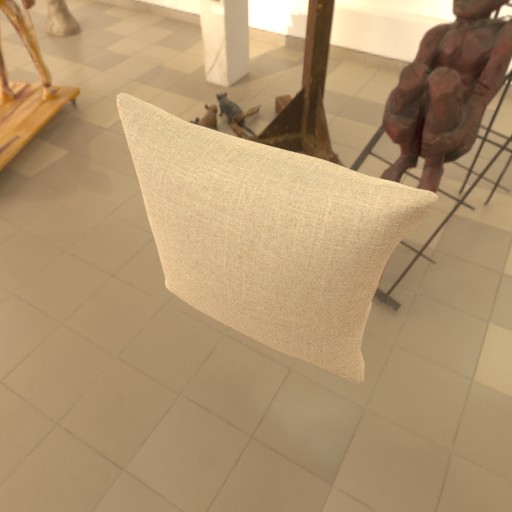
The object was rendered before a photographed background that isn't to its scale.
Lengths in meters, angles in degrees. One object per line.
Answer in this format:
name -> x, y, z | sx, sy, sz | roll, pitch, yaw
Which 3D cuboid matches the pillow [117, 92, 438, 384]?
pillow -> 0.000, 0.000, 0.649 | 0.414, 0.399, 0.173 | 23, 51, 20
